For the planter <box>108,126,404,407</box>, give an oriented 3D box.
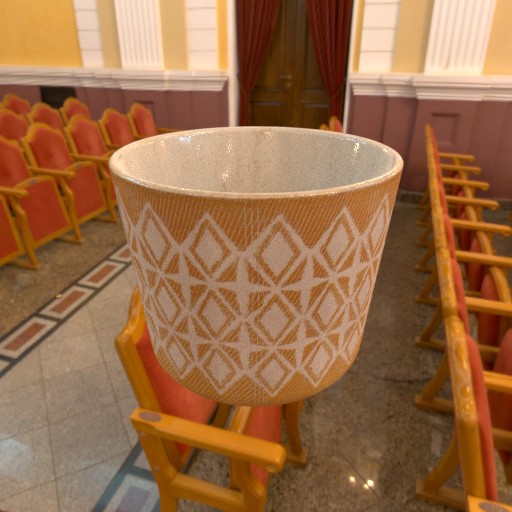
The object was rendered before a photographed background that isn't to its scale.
[{"bbox_3d":[0.000,0.000,0.221,0.126,0.104,0.126,0,26,0],"label":"planter"}]
